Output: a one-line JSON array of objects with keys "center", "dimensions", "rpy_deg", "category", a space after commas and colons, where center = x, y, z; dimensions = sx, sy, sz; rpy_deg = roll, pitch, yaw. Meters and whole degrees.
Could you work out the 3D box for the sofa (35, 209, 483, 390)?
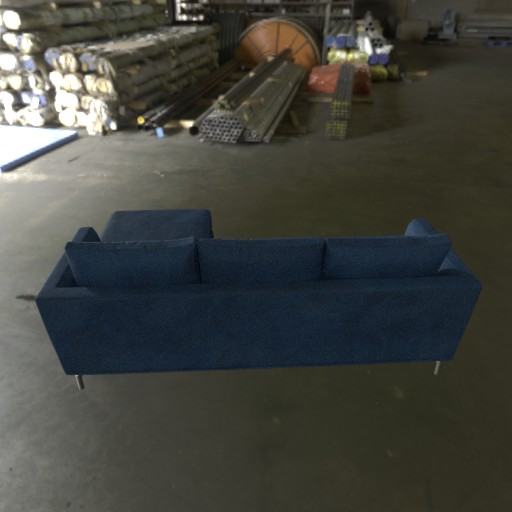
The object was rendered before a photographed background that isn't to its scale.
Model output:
[{"center": [0.000, 0.000, 3.207], "dimensions": [2.438, 0.987, 1.622], "rpy_deg": [-2, 31, -3], "category": "sofa"}]
